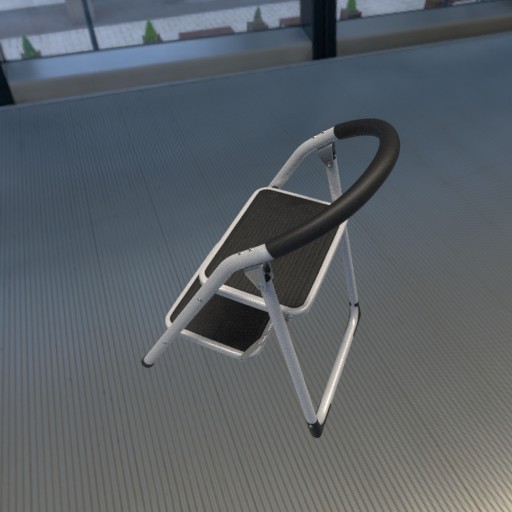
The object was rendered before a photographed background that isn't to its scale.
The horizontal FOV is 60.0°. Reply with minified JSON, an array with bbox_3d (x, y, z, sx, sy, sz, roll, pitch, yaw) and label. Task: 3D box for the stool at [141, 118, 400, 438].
[{"bbox_3d":[0.000,0.000,1.114,0.559,0.760,0.453,18,49,16],"label":"stool"}]
